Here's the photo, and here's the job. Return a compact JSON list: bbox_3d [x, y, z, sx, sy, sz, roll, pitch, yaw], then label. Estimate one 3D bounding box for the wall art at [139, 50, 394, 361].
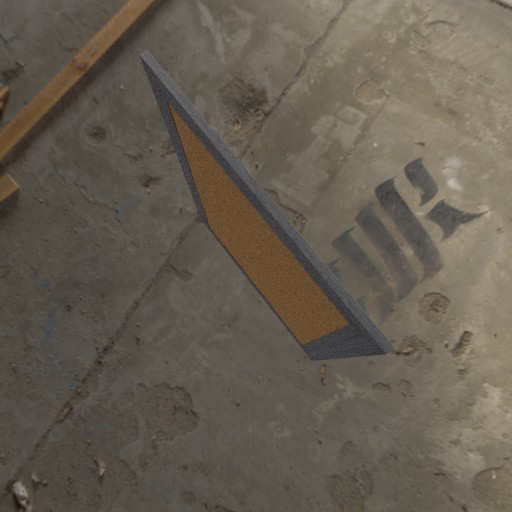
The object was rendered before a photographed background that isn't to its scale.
[{"bbox_3d":[0.000,0.000,1.368,0.020,1.070,0.768,-37,79,-8],"label":"wall art"}]
